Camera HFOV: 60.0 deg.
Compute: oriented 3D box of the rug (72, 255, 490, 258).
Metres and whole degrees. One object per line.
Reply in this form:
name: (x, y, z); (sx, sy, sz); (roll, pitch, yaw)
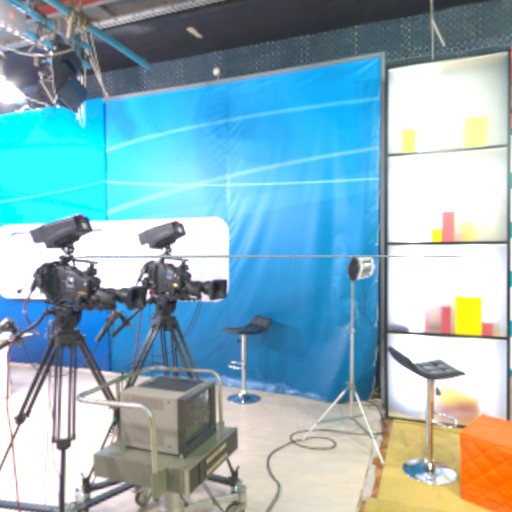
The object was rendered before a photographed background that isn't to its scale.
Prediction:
rug: (0.000, 0.000, 3.976); (2.880, 0.005, 2.391); (0, 0, -18)
